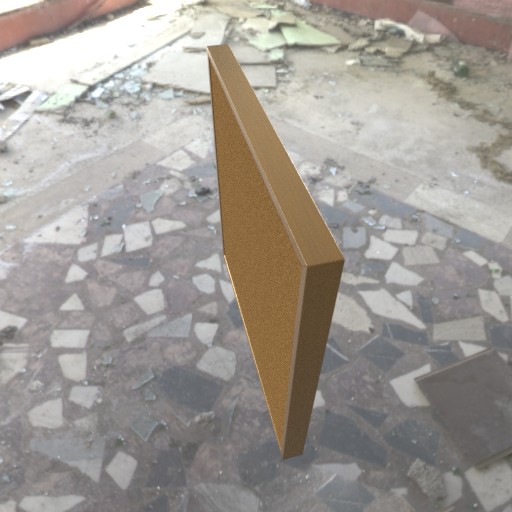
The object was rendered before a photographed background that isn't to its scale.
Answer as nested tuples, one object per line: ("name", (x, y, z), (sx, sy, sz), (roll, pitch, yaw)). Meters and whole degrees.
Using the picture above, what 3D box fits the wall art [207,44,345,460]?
("wall art", (0.000, 0.000, 0.754), (0.037, 0.505, 0.505), (-11, 48, -10))
